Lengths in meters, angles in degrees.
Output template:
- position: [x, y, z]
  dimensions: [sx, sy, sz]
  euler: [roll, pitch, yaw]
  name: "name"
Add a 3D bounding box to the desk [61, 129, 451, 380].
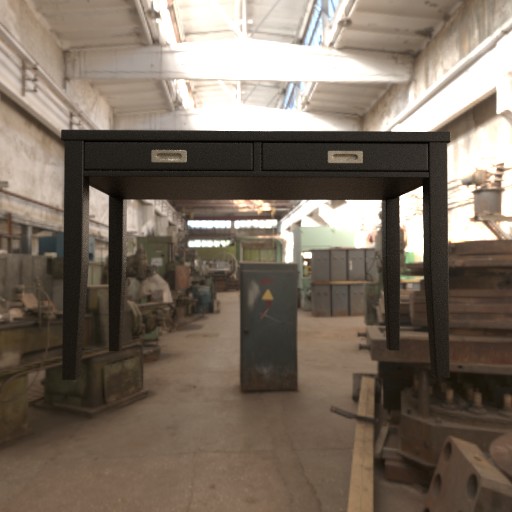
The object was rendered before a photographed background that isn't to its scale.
- position: [0.000, 0.000, 1.629]
  dimensions: [1.220, 0.775, 0.508]
  euler: [0, -1, -1]
  name: "desk"
